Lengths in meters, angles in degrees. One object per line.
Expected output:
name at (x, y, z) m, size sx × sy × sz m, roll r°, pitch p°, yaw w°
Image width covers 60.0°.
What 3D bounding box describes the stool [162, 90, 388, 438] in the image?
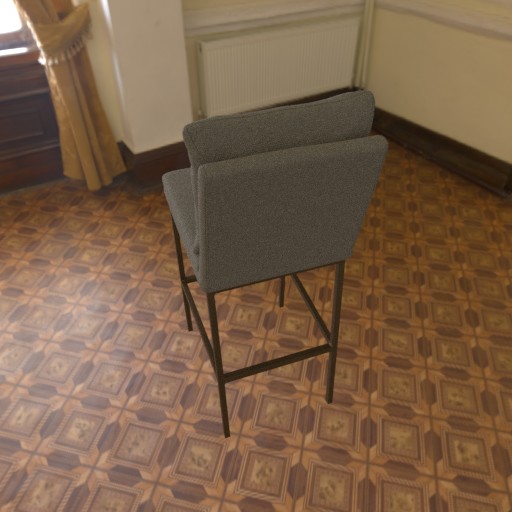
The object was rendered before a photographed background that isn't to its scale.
stool at (0.000, 0.000, 1.432) m, size 0.463 × 1.132 × 0.569 m, roll -13°, pitch 42°, yaw -15°
